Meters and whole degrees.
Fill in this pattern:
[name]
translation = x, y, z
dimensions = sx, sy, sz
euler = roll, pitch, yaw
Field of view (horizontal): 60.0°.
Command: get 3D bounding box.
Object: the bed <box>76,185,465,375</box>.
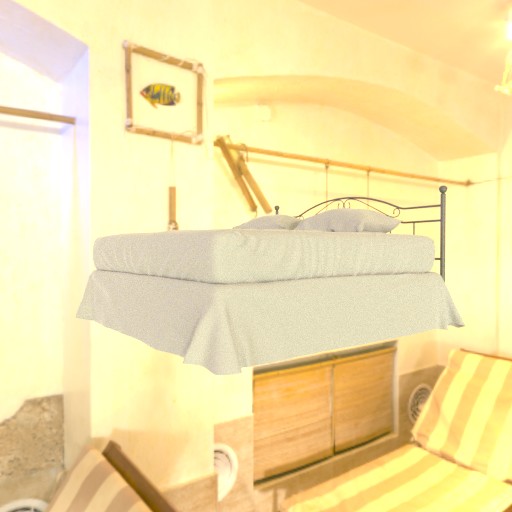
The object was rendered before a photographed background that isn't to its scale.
[bed]
translation = 0.000, 0.000, 3.523
dimensions = 2.220, 1.080, 2.309
euler = -1, 1, -37
